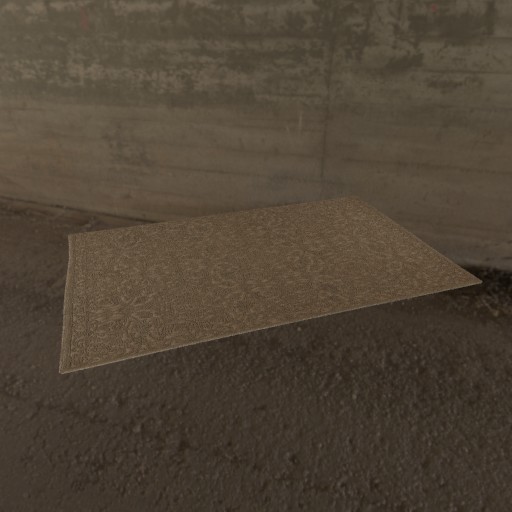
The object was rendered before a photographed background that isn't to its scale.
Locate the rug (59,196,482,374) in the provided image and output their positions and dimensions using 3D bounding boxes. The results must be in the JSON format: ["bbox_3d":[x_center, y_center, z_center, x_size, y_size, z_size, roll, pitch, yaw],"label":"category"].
[{"bbox_3d":[0.000,0.000,3.011,2.435,0.012,1.529,-9,30,-16],"label":"rug"}]
